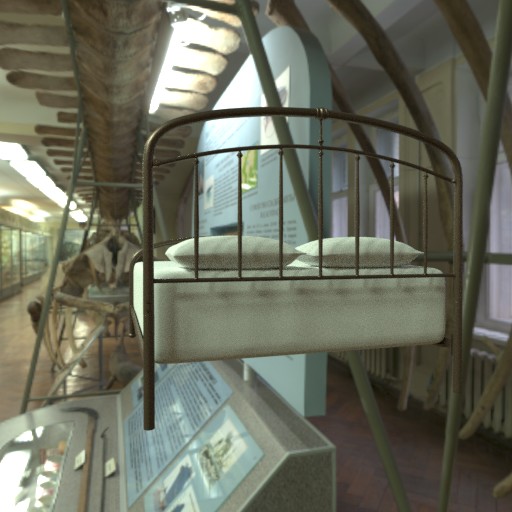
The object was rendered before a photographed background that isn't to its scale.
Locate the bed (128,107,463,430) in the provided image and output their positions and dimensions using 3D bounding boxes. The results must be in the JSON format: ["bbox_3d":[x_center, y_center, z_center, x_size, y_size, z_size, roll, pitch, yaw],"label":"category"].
[{"bbox_3d":[0.000,0.000,3.177,1.711,1.475,2.168,0,1,-18],"label":"bed"}]
